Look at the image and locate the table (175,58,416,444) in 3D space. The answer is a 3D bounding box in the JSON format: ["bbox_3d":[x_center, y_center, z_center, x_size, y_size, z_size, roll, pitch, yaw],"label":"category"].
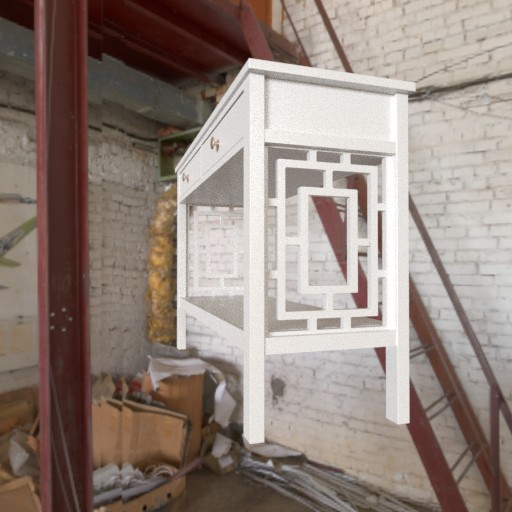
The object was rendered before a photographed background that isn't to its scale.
[{"bbox_3d":[0.000,0.000,1.419,0.397,0.753,1.068,0,-1,-18],"label":"table"}]
